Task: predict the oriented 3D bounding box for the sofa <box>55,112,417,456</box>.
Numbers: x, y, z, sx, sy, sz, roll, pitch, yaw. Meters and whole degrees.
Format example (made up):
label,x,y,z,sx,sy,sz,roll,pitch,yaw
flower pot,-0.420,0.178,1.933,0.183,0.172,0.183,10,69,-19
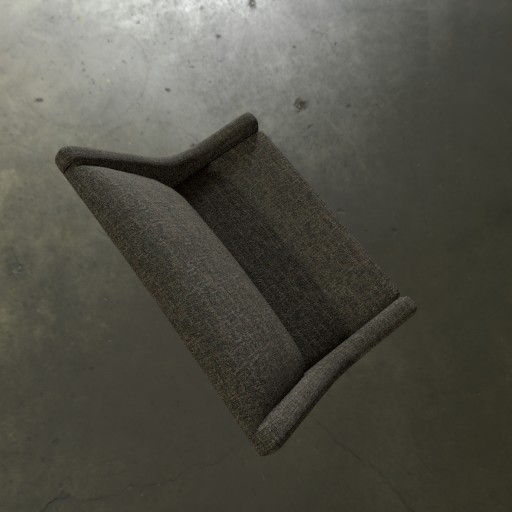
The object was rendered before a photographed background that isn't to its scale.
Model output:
label,x,y,z,sx,sy,sz,roll,pitch,yaw
sofa,0.000,0.000,1.942,0.870,1.021,1.242,-36,78,-9
